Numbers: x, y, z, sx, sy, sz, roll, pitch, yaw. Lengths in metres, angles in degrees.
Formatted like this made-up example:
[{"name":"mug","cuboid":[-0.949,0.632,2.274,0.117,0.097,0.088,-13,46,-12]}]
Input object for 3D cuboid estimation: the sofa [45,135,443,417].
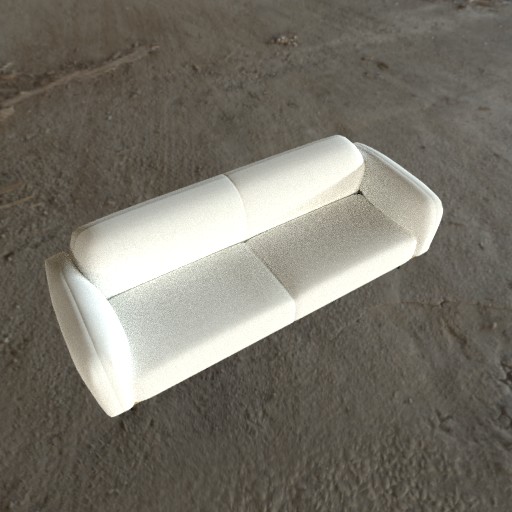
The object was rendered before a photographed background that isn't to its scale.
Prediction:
[{"name":"sofa","cuboid":[0.000,0.000,2.681,2.280,0.780,0.870,-24,51,-21]}]
